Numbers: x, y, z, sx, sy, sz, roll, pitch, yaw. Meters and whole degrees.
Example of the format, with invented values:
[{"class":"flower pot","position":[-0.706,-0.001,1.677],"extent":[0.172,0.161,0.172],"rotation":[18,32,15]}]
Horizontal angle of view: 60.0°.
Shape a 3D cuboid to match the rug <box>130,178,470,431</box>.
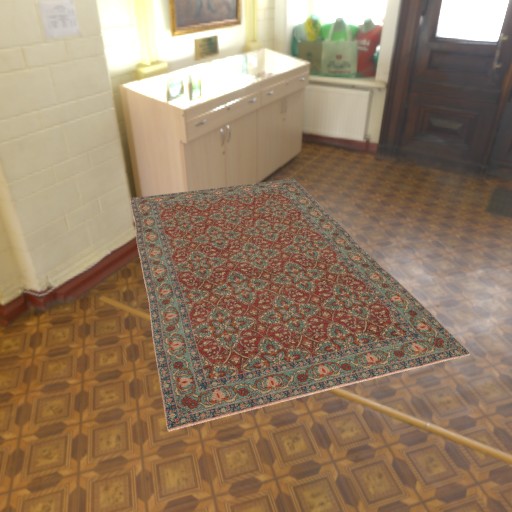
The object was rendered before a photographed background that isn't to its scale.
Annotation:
[{"class":"rug","position":[0.000,0.000,3.039],"extent":[1.533,0.011,2.439],"rotation":[-9,33,-15]}]
